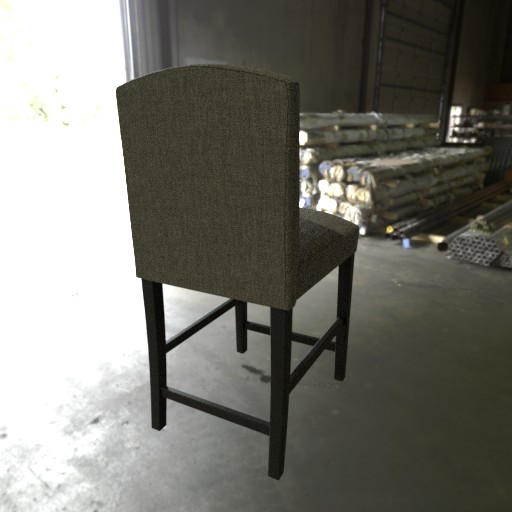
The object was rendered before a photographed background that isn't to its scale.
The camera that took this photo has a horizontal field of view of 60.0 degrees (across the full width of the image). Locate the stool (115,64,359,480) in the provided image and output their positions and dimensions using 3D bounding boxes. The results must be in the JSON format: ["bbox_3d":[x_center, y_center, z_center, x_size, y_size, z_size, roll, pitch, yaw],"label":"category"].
[{"bbox_3d":[0.000,0.000,1.266,0.451,0.966,0.552,9,20,27],"label":"stool"}]
